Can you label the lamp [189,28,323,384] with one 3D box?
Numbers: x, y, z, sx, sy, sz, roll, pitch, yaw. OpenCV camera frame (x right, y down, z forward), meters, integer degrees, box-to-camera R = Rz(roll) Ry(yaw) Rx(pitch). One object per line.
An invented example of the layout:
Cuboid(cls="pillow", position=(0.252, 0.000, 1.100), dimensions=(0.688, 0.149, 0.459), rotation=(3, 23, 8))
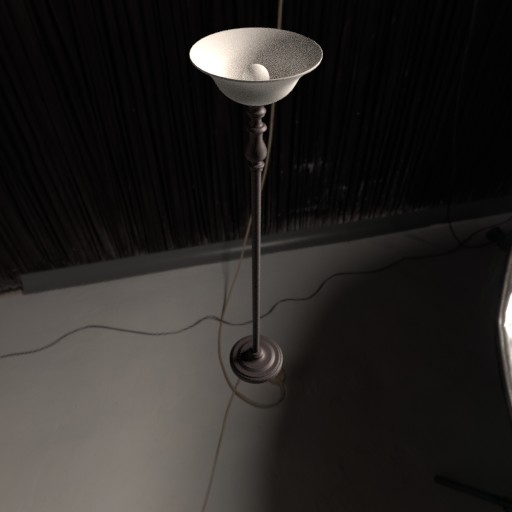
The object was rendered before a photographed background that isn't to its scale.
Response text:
Cuboid(cls="lamp", position=(0.000, 0.000, 2.000), dimensions=(0.405, 1.797, 0.405), rotation=(-10, 47, -10))
